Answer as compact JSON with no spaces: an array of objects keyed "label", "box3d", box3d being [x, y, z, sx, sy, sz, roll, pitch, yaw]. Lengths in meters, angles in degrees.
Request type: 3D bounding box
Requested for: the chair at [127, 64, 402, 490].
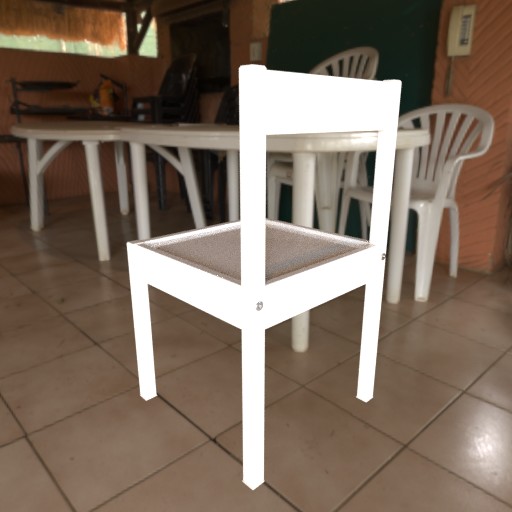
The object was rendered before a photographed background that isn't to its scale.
[{"label":"chair","box3d":[0.000,0.000,0.684,0.285,0.505,0.285,-16,24,-42]}]
